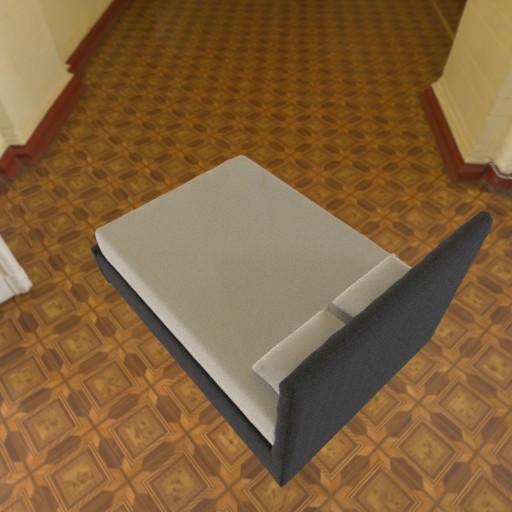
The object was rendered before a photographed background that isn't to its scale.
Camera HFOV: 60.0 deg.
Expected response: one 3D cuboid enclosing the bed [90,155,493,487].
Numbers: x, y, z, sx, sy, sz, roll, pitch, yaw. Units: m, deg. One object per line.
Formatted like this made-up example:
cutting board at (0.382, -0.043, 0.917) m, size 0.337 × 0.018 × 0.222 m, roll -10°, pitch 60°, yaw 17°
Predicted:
bed at (0.000, 0.000, 3.334) m, size 1.698 × 1.427 × 2.387 m, roll -33°, pitch 56°, yaw -26°
